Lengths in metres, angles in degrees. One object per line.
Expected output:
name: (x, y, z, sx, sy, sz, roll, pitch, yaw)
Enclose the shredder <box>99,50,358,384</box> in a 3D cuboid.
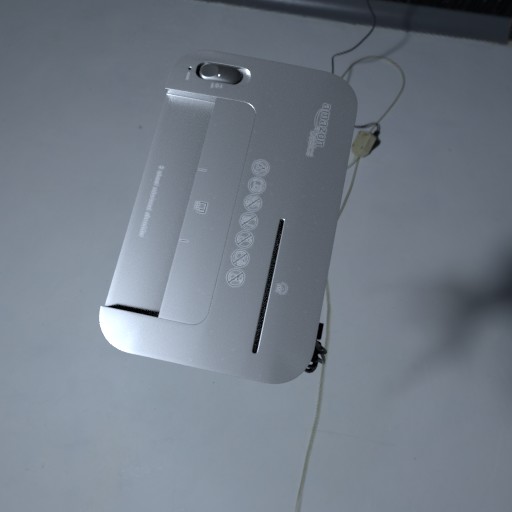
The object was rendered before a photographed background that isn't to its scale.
shredder: (0.000, 0.000, 0.617, 0.237, 0.419, 0.311, 12, 77, 3)
